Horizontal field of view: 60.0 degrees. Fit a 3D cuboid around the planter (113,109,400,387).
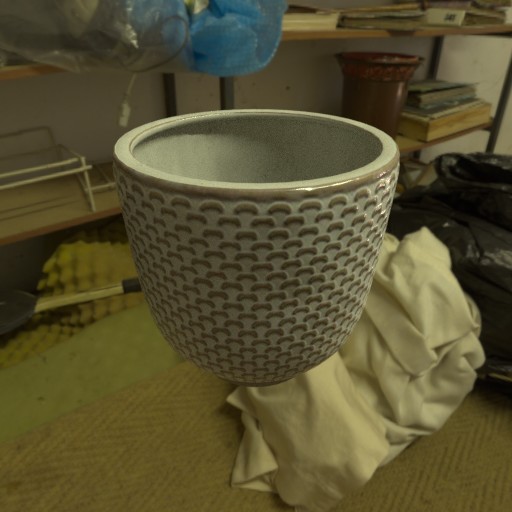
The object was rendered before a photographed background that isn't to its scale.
[{"bbox_3d":[0.000,0.000,0.358,0.197,0.191,0.197,0,30,0],"label":"planter"}]
